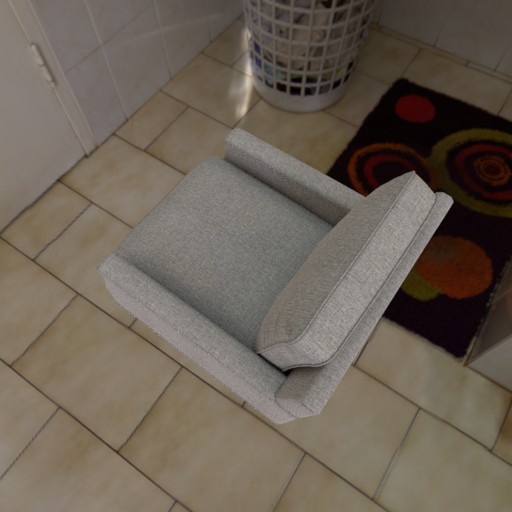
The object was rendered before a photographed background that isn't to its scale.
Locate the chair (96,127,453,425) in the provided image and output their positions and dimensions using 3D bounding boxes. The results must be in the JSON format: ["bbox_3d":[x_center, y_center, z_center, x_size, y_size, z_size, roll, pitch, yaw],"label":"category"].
[{"bbox_3d":[0.000,0.000,1.734,1.014,0.943,0.853,33,67,16],"label":"chair"}]
